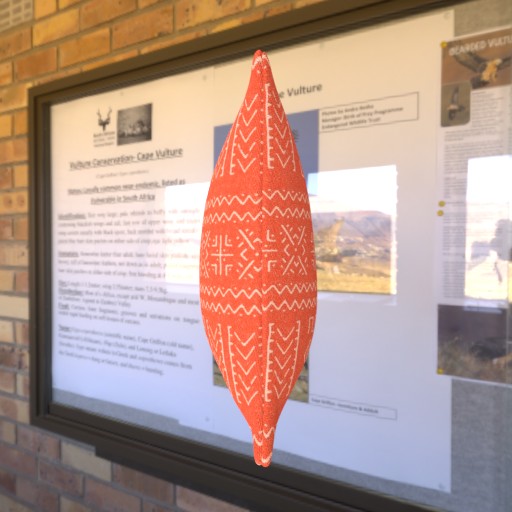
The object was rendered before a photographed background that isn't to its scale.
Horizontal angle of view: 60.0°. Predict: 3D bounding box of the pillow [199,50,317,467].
[{"bbox_3d":[0.000,0.000,0.656,0.164,0.429,0.438,0,1,-2],"label":"pillow"}]
